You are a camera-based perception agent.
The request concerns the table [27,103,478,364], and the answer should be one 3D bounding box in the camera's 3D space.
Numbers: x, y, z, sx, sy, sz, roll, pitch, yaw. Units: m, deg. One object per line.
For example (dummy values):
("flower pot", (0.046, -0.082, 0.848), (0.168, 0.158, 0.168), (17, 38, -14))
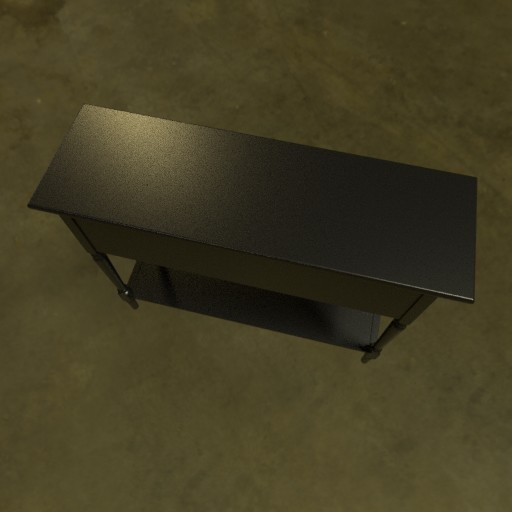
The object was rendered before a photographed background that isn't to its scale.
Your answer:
("table", (0.000, 0.000, 1.587), (1.191, 0.819, 0.386), (12, 64, 6))
